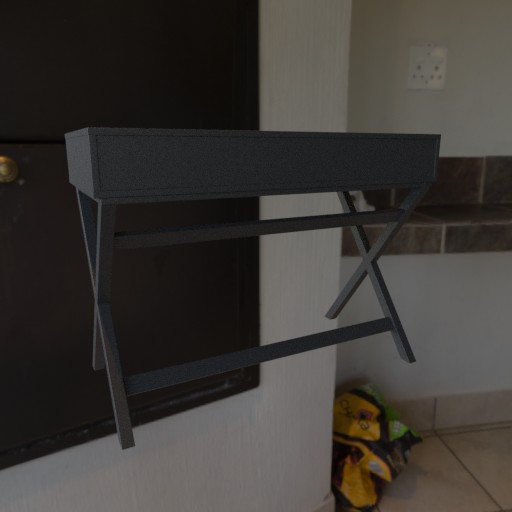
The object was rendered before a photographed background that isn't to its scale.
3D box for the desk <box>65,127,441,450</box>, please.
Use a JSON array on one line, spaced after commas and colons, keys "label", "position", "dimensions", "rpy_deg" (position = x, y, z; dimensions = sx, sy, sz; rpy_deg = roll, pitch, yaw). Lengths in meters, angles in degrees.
[{"label": "desk", "position": [0.000, 0.000, 1.470], "dimensions": [1.057, 0.780, 0.504], "rpy_deg": [-7, 15, -27]}]
